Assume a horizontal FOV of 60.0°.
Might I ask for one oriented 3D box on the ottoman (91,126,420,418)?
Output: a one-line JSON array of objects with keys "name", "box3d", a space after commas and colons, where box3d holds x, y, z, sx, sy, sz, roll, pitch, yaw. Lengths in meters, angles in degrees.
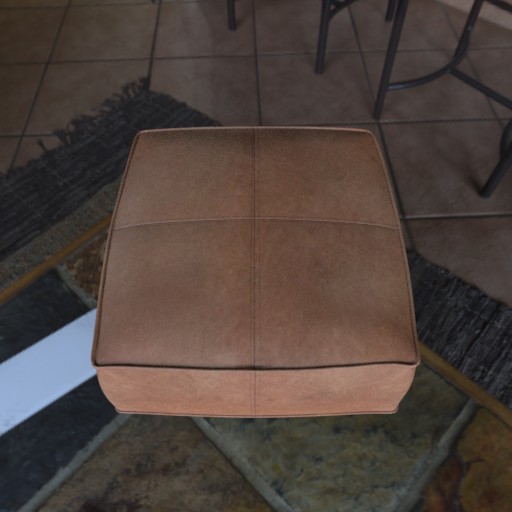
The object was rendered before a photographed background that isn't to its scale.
[{"name": "ottoman", "box3d": [0.000, 0.000, 1.390, 0.901, 0.395, 0.902, 0, 58, 0]}]
